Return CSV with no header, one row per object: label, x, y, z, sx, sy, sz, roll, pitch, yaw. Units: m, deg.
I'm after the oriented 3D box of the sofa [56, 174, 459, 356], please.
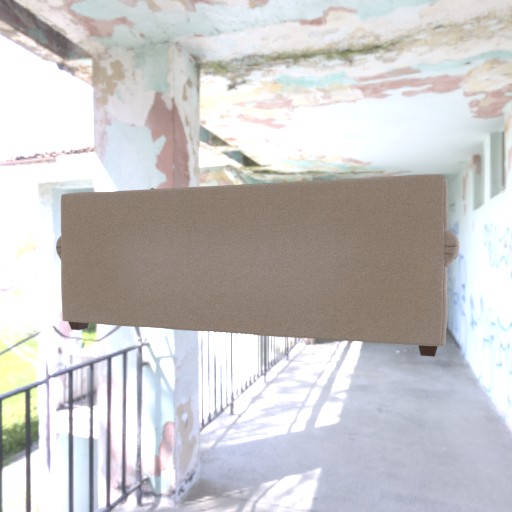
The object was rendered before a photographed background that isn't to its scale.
sofa,0.000,0.000,2.819,2.285,0.904,1.067,0,1,19
